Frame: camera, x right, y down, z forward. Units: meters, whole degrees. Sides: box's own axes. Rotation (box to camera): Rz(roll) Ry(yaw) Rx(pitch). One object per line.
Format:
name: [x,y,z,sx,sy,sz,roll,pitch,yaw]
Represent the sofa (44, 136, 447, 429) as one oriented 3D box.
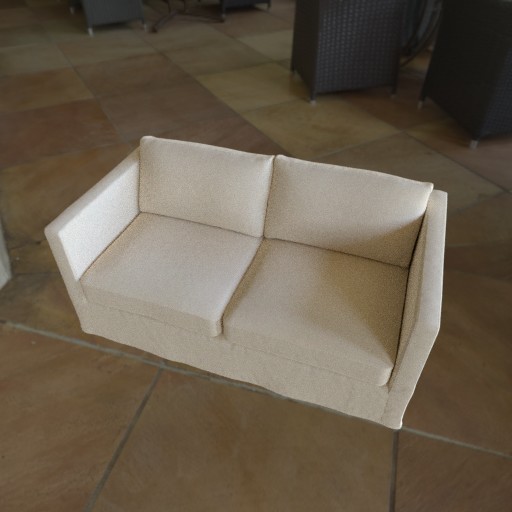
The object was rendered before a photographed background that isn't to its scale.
sofa: [0.000,0.000,2.295,1.746,0.834,0.962,13,43,15]
